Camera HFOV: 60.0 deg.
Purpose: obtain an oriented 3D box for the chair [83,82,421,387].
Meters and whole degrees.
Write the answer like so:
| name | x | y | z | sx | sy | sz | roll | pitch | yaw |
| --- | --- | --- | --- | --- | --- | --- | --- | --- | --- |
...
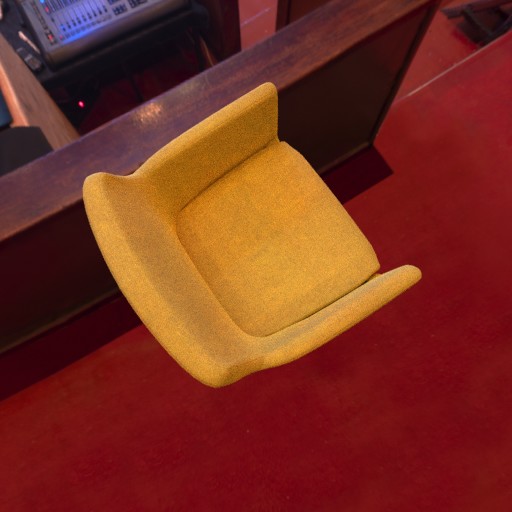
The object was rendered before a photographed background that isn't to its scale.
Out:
| name | x | y | z | sx | sy | sz | roll | pitch | yaw |
| --- | --- | --- | --- | --- | --- | --- | --- | --- | --- |
| chair | 0.000 | 0.000 | 1.179 | 0.570 | 0.780 | 0.570 | -33 | 78 | -8 |
